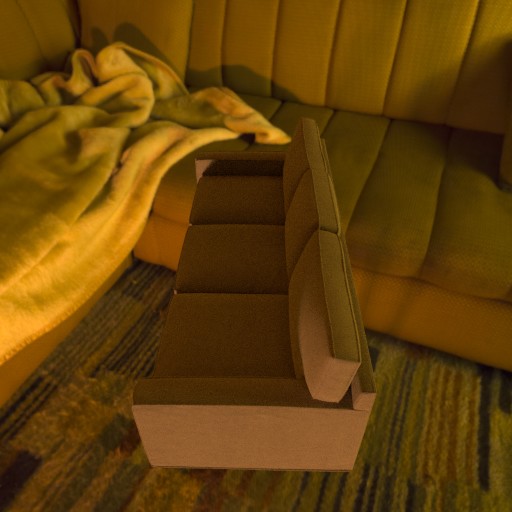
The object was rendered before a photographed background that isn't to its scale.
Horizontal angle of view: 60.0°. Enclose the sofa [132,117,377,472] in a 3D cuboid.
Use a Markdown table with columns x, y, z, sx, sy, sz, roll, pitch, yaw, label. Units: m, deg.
| x | y | z | sx | sy | sz | roll | pitch | yaw | label |
| --- | --- | --- | --- | --- | --- | --- | --- | --- | --- |
| 0.000 | 0.000 | 2.560 | 0.936 | 0.862 | 2.093 | 1 | 40 | 1 | sofa |
